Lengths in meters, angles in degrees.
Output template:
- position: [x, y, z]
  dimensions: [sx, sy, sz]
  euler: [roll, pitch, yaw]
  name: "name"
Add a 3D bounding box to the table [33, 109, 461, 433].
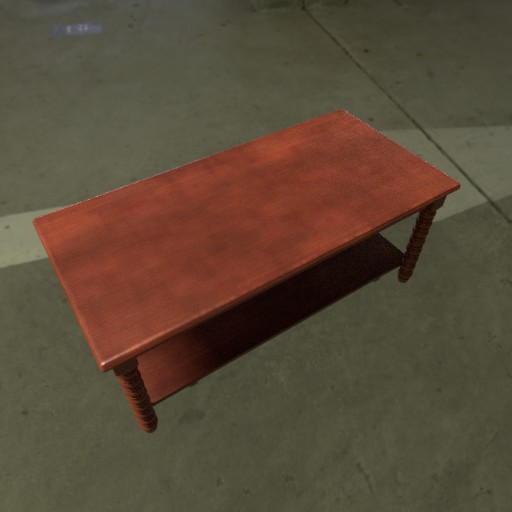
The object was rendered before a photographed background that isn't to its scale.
- position: [0.000, 0.000, 1.504]
  dimensions: [1.171, 0.485, 0.580]
  euler: [-25, 52, -22]
  name: "table"
